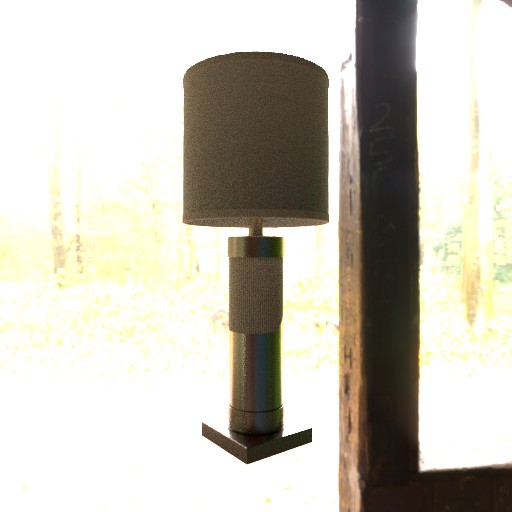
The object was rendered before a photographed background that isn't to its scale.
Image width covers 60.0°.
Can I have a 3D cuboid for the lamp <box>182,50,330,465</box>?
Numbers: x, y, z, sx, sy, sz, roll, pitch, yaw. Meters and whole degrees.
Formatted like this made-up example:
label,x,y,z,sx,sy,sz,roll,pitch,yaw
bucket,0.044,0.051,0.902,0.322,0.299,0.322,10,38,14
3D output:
label,x,y,z,sx,sy,sz,roll,pitch,yaw
lamp,0.000,0.000,0.616,0.202,0.509,0.202,0,0,-37
